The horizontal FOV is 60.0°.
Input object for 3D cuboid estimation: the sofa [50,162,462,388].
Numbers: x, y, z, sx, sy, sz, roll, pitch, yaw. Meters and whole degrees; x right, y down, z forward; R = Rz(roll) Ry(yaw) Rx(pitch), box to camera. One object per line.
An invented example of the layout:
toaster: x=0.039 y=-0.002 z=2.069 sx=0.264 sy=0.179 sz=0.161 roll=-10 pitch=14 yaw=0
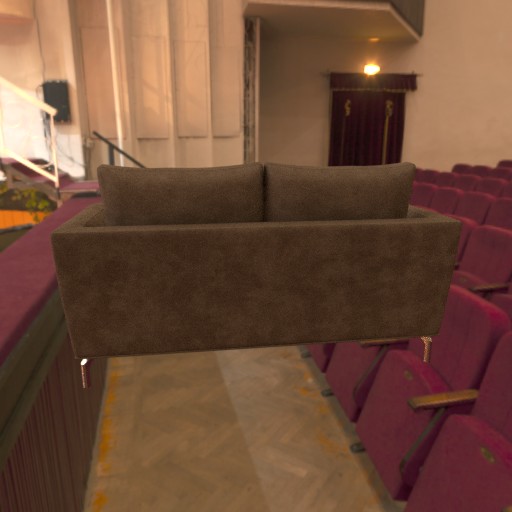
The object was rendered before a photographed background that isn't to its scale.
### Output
sofa: x=0.000 y=0.000 z=2.383 sx=1.832 sy=1.013 sz=0.855 roll=-2 pitch=15 yaw=-8
